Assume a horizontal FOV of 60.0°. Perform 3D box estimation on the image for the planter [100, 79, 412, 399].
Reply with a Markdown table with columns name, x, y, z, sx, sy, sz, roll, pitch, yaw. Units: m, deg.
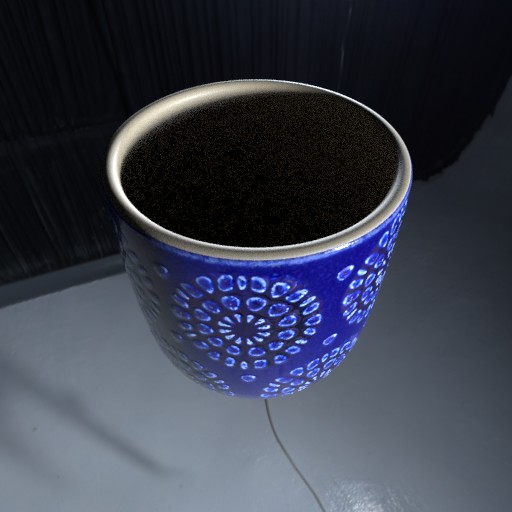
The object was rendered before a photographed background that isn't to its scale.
| name | x | y | z | sx | sy | sz | roll | pitch | yaw |
| --- | --- | --- | --- | --- | --- | --- | --- | --- | --- |
| planter | 0.000 | 0.000 | 0.196 | 0.109 | 0.112 | 0.109 | 0 | 47 | 0 |
